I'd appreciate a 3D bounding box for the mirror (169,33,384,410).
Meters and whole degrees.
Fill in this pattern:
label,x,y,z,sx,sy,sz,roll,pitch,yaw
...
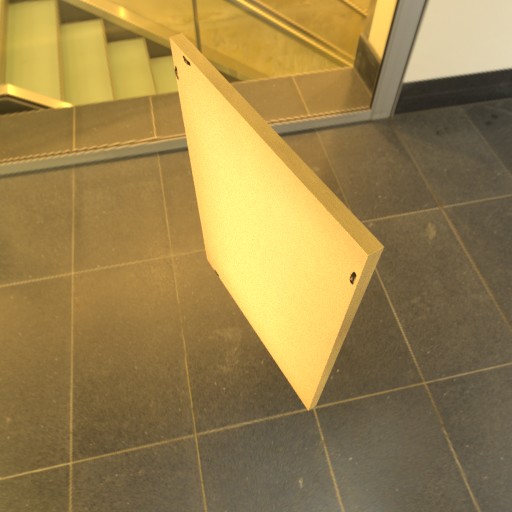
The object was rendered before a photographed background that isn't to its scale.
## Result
label,x,y,z,sx,sy,sz,roll,pitch,yaw
mirror,0.000,0.000,1.349,0.040,1.016,0.762,-28,61,-17
